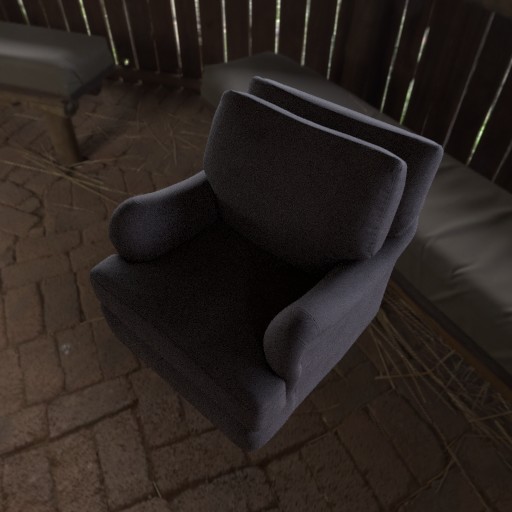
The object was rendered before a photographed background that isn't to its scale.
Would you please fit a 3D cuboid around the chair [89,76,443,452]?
[{"bbox_3d":[0.000,0.000,1.811,0.955,0.997,1.070,32,54,27],"label":"chair"}]
